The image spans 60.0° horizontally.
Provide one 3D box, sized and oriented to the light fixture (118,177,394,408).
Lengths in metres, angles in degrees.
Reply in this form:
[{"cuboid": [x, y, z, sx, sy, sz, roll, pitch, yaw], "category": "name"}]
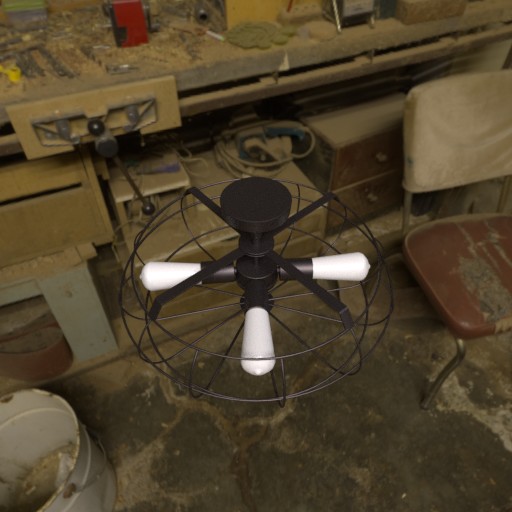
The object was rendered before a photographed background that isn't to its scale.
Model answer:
[{"cuboid": [0.000, 0.000, 0.921, 0.582, 0.311, 0.582, 0, 47, 0], "category": "light fixture"}]
